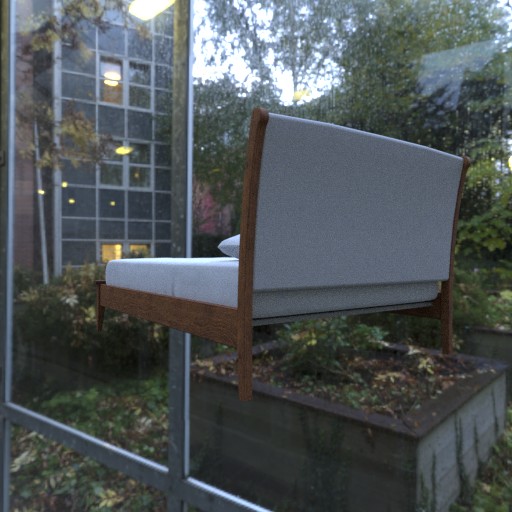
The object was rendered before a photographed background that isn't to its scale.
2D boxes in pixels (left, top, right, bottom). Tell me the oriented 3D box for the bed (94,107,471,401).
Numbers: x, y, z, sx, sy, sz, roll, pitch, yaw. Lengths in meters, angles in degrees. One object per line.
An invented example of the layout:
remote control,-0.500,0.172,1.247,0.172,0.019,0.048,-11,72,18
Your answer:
bed,0.000,0.000,2.914,1.502,1.135,2.108,0,0,-35
